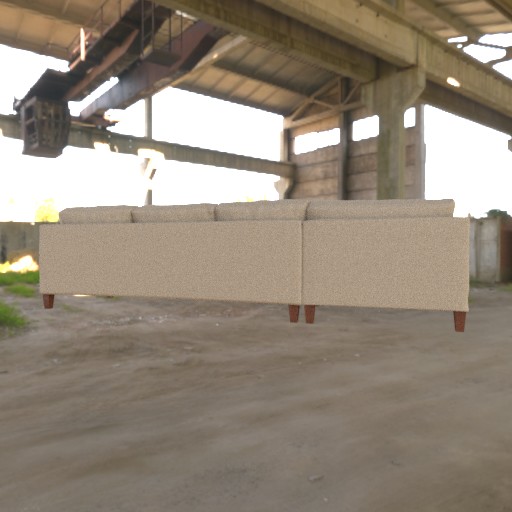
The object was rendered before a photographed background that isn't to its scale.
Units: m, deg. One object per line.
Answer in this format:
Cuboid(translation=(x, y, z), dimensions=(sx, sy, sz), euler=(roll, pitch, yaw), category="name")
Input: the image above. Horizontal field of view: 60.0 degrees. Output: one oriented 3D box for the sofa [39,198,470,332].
Cuboid(translation=(0.000, 0.000, 3.865), dimensions=(3.186, 0.846, 1.625), euler=(0, 2, 18), category="sofa")
